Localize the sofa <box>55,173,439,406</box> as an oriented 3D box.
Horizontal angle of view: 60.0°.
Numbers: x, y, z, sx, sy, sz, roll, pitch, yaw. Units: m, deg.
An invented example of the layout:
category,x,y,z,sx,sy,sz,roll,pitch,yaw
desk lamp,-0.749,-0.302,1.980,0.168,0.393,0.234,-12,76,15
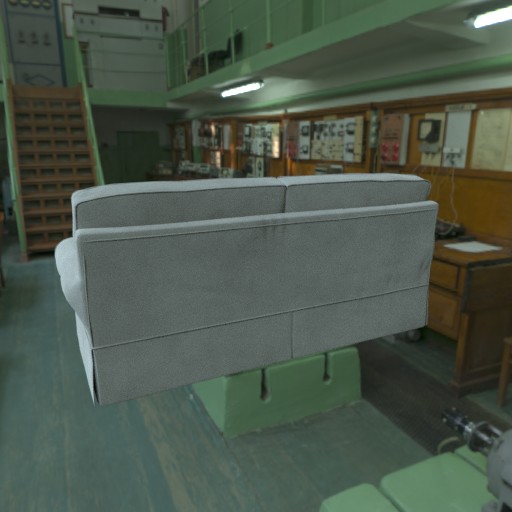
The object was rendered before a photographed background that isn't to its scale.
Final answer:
category,x,y,z,sx,sy,sz,roll,pitch,yaw
sofa,0.000,0.000,2.751,2.246,1.014,0.900,-7,16,-26
